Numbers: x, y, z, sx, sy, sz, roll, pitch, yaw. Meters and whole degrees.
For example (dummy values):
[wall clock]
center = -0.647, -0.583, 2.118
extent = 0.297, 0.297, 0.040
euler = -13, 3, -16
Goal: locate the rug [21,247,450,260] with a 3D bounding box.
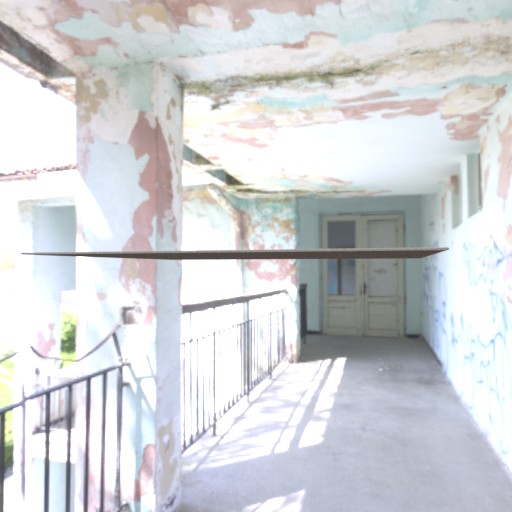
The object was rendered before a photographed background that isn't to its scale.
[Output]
[rug]
center = 0.000, 0.000, 4.125
extent = 3.050, 0.015, 2.441
euler = 0, -2, 17
